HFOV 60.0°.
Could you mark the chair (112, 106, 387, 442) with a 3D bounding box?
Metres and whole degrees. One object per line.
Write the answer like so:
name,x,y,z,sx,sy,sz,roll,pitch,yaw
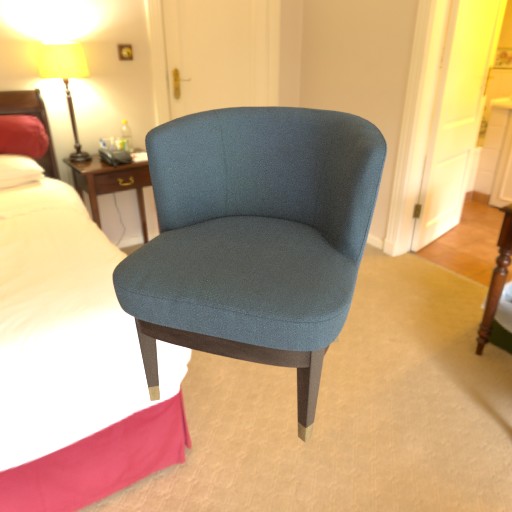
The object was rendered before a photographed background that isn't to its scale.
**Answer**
chair,0.000,0.000,1.297,0.661,0.760,0.702,8,27,17
